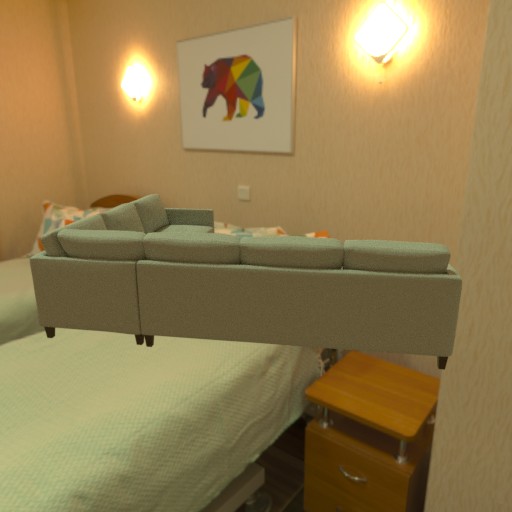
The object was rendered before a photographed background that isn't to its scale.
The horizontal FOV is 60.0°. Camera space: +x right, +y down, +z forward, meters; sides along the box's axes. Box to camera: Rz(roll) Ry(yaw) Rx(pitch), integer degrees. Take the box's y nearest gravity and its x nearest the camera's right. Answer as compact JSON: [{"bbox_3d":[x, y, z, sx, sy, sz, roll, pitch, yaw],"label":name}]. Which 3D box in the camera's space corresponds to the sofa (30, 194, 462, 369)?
[{"bbox_3d":[0.000,0.000,4.526,3.333,0.934,2.522,2,16,9],"label":"sofa"}]
